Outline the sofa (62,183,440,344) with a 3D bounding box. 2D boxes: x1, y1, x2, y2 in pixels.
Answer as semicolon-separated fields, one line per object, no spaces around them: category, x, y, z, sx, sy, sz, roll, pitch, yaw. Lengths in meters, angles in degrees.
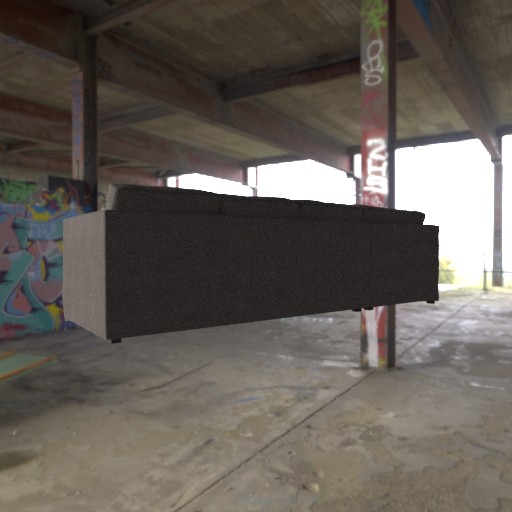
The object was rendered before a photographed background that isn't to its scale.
sofa;0.000;0.000;3.950;3.205;0.922;1.650;-1;2;-36
